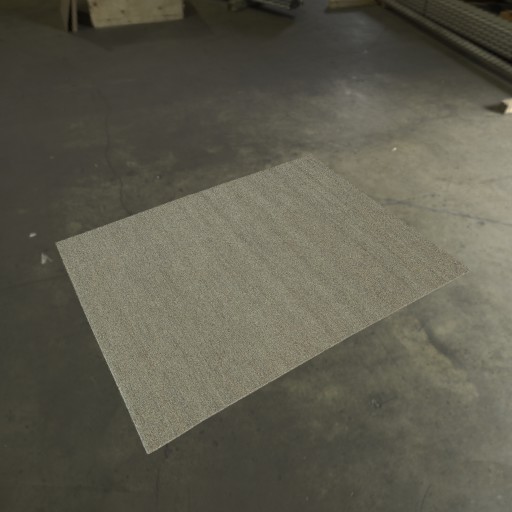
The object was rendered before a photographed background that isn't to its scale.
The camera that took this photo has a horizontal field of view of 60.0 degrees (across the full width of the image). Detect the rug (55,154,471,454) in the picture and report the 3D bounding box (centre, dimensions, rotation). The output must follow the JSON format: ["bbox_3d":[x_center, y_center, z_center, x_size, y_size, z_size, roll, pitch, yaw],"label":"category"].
[{"bbox_3d":[0.000,0.000,4.814,3.626,0.051,2.757,-23,48,-22],"label":"rug"}]
